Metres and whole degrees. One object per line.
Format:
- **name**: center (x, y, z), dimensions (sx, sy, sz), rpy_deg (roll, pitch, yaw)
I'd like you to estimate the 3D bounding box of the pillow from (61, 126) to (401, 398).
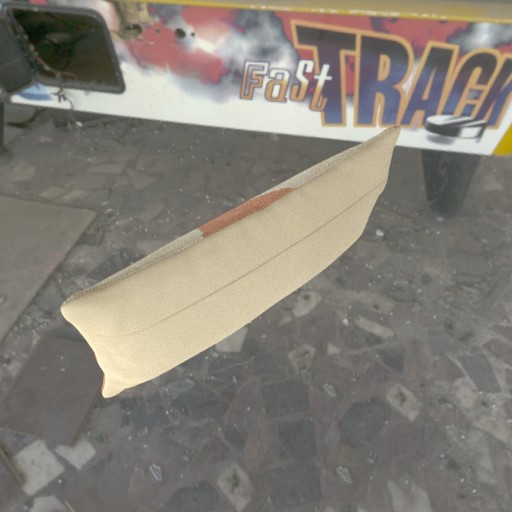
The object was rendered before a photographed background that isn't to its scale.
- **pillow**: center (0.000, 0.000, 0.738), dimensions (0.609, 0.292, 0.155), rpy_deg (-32, 54, -26)
